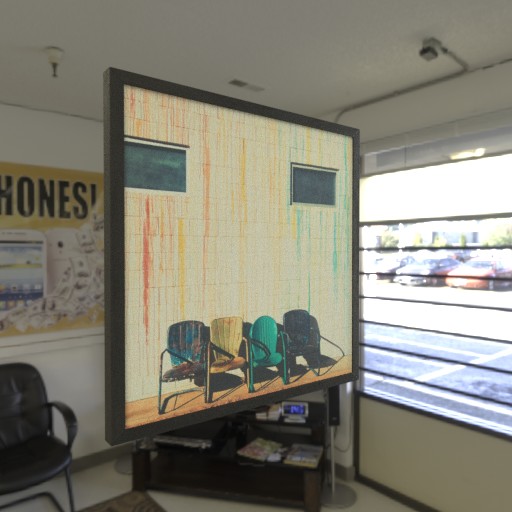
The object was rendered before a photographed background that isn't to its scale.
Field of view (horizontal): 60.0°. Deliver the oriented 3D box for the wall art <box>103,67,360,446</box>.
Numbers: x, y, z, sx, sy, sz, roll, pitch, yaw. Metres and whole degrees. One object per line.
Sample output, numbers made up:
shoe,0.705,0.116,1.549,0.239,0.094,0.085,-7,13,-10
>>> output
wall art,0.000,0.000,1.135,0.763,0.763,0.039,-1,1,-37
